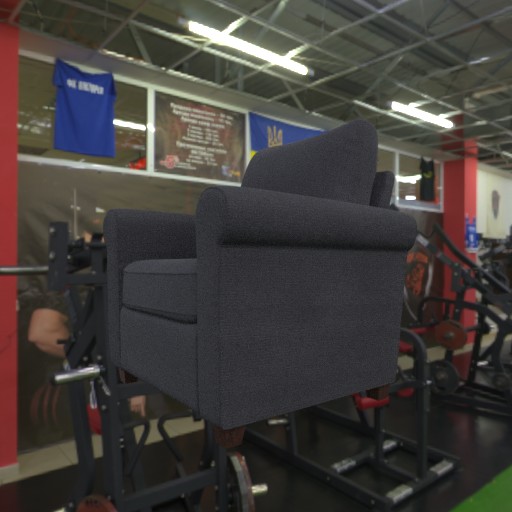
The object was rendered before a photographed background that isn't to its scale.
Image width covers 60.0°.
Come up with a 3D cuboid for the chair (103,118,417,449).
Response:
[{"bbox_3d":[0.000,0.000,1.594,0.828,0.942,0.867,0,1,-37],"label":"chair"}]
